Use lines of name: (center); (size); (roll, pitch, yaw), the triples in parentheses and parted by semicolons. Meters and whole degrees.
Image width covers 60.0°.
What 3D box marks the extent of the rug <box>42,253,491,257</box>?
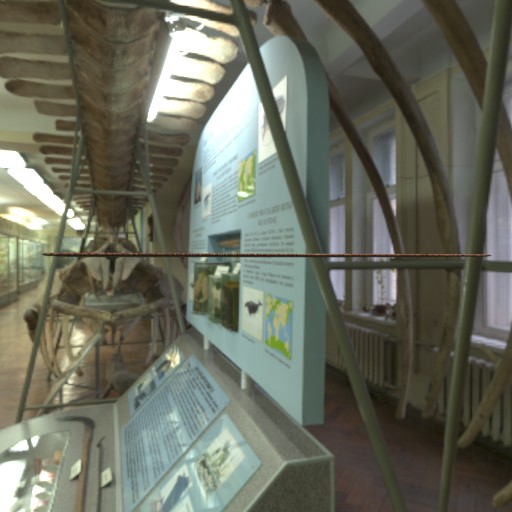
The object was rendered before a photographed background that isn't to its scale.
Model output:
rug: (0.000, 0.000, 2.164); (1.747, 0.011, 1.139); (0, 0, -18)
